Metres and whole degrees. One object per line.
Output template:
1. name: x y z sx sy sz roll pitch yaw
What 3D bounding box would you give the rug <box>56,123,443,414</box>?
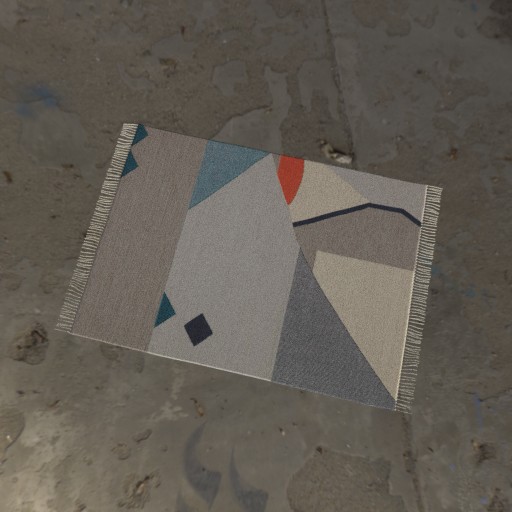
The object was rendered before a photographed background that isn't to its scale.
1. rug: 0.000 0.000 2.343 1.828 0.005 1.220 13 76 3
